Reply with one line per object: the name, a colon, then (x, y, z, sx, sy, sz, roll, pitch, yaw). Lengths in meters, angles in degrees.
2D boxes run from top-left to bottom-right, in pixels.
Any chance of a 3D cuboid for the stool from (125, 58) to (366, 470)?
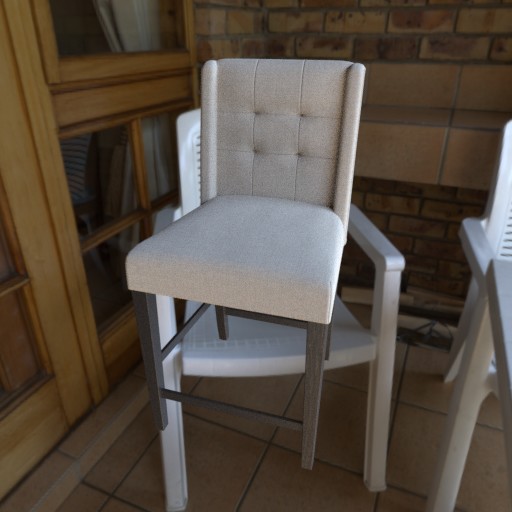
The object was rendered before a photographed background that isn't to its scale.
stool: (0.000, 0.000, 1.187, 0.474, 0.939, 0.509, 8, 28, 15)
